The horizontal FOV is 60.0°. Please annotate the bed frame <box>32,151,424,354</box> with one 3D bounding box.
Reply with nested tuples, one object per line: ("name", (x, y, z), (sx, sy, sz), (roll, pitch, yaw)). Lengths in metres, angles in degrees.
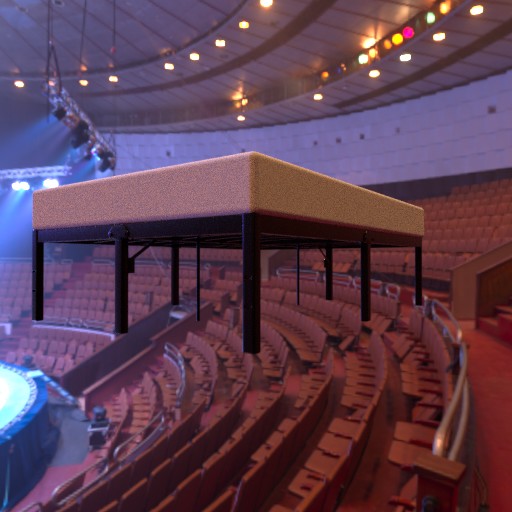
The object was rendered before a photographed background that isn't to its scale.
("bed frame", (0.000, 0.000, 2.618), (1.408, 0.659, 1.956), (0, -1, 36))
